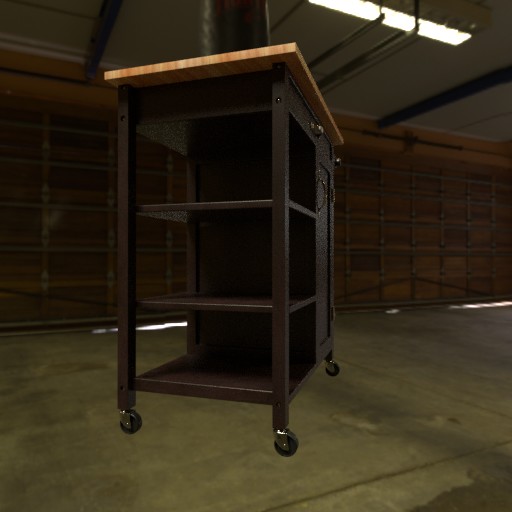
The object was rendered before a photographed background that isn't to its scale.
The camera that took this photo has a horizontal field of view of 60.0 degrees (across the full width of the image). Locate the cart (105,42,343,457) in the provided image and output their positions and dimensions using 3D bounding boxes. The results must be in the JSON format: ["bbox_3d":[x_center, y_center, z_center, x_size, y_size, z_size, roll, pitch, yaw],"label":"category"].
[{"bbox_3d":[0.000,0.000,1.422,0.472,0.878,0.914,0,0,18],"label":"cart"}]
